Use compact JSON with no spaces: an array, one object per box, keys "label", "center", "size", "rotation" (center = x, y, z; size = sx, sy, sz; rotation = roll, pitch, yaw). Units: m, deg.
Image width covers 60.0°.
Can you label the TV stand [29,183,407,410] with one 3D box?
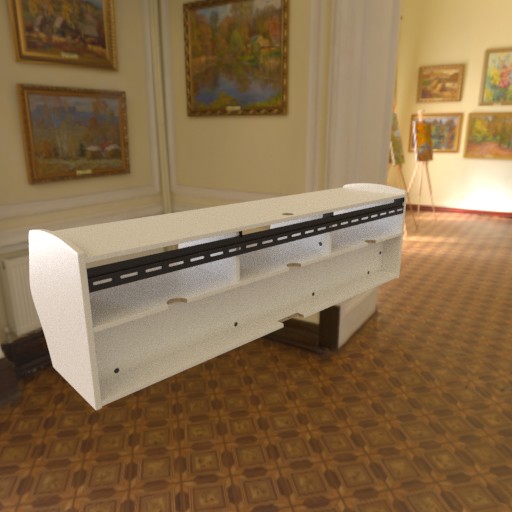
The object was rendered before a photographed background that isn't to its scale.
[{"label":"TV stand","center":[0.000,0.000,1.667],"size":[1.473,0.424,0.397],"rotation":[-15,22,-41]}]
